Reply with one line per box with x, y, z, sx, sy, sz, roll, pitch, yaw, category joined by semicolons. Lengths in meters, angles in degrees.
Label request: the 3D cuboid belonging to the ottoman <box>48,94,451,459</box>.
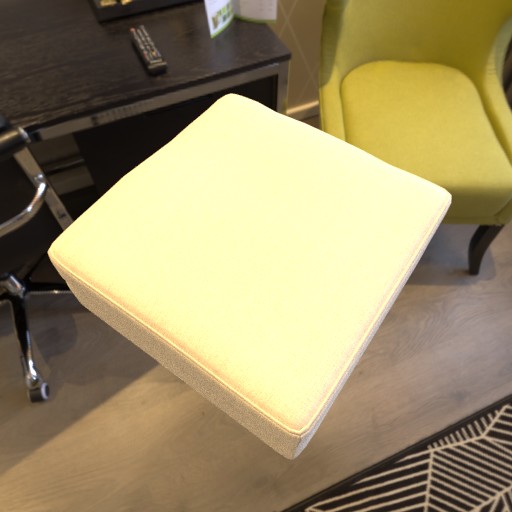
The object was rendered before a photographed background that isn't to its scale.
0.000;0.000;1.374;0.838;0.478;0.838;31;62;18;ottoman
